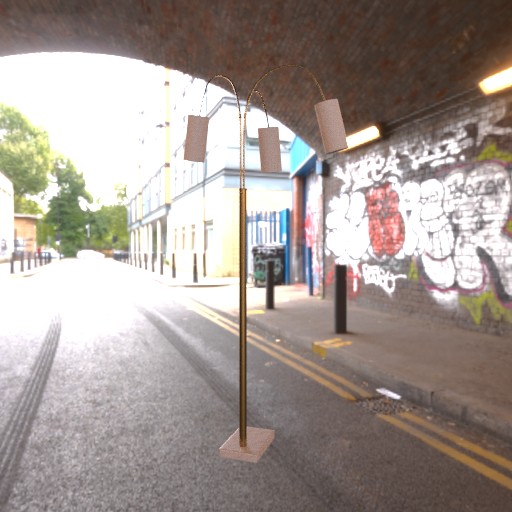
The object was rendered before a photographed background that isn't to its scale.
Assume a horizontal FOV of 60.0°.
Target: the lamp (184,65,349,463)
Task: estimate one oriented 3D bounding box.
[{"bbox_3d":[0.000,0.000,2.542,1.020,2.055,0.667,0,1,19],"label":"lamp"}]
